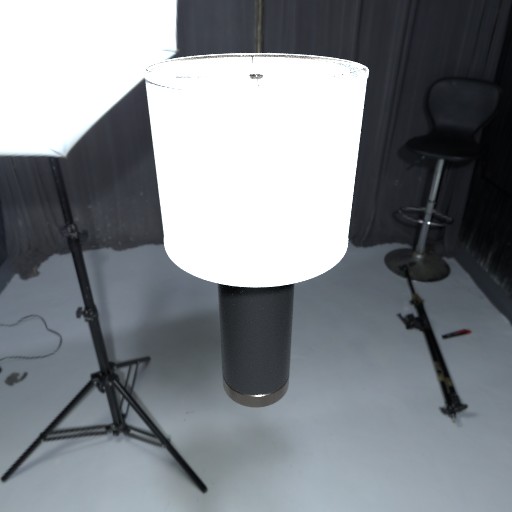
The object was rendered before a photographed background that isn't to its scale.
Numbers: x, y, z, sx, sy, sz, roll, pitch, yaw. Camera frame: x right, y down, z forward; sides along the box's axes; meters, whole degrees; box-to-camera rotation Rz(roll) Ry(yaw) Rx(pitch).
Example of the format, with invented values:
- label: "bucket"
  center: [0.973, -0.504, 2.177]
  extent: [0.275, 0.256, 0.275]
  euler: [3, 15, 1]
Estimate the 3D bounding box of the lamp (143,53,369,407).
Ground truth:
- label: "lamp"
  center: [0.000, 0.000, 0.608]
  extent: [0.241, 0.482, 0.240]
  euler: [-1, 31, -2]
